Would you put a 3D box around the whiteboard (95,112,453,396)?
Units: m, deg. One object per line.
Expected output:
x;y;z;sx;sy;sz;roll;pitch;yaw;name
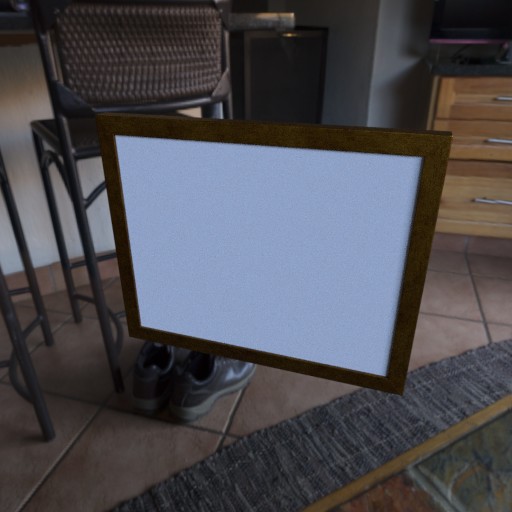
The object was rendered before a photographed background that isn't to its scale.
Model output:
0.000;0.000;0.781;0.561;0.457;0.029;8;27;16;whiteboard
